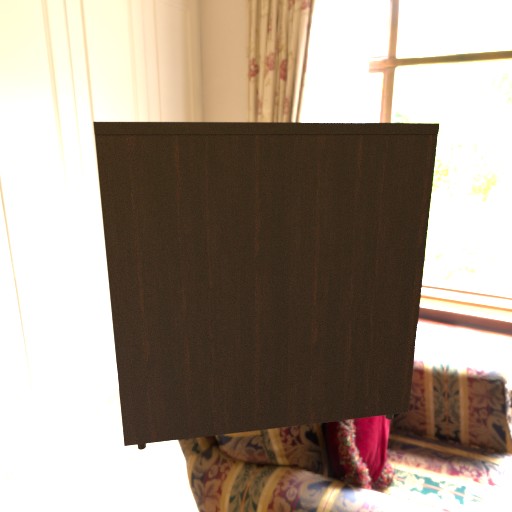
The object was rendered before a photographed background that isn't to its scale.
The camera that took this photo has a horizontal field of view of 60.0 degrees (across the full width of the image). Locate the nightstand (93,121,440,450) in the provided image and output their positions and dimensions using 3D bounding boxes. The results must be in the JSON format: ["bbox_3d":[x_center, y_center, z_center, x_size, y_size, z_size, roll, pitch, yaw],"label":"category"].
[{"bbox_3d":[0.000,0.000,0.810,0.461,0.460,0.400,-3,16,-10],"label":"nightstand"}]
